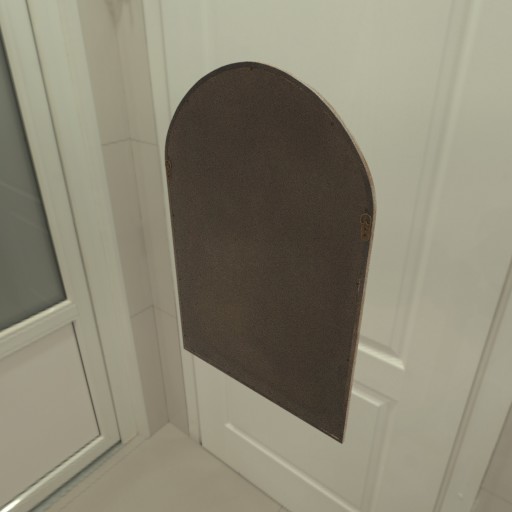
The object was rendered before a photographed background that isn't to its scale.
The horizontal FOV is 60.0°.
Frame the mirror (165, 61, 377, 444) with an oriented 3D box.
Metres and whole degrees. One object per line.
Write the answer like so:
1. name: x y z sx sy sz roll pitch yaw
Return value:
1. mirror: 0.000 0.000 1.133 0.609 0.915 0.032 21 35 33
